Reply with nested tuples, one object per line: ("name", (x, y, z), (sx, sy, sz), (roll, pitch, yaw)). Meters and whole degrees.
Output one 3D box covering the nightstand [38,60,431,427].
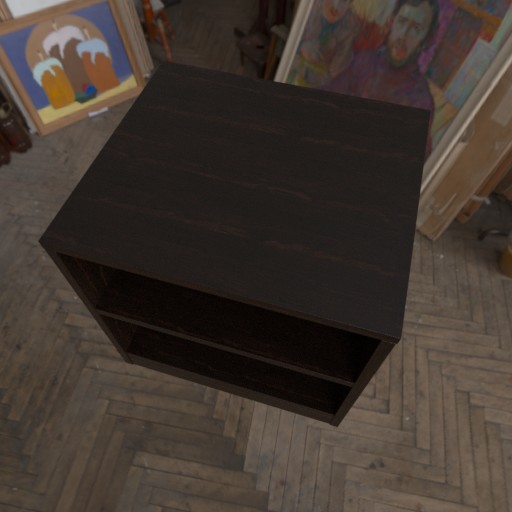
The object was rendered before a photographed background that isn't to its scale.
("nightstand", (0.000, 0.000, 0.877), (0.489, 0.487, 0.427), (14, 58, 9))
